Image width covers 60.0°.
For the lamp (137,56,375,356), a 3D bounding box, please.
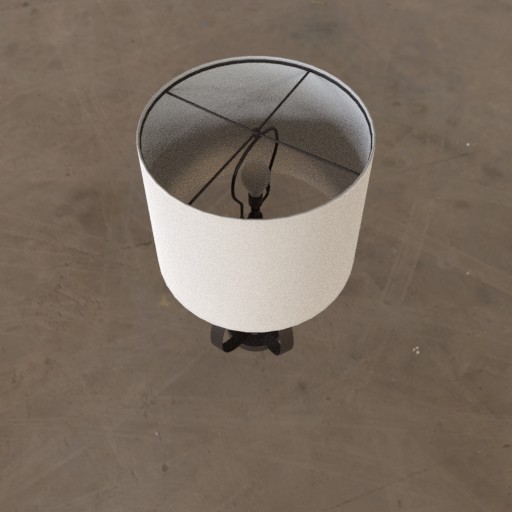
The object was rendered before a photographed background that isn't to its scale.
[{"bbox_3d":[0.000,0.000,0.685,0.286,0.510,0.286,0,57,0],"label":"lamp"}]
